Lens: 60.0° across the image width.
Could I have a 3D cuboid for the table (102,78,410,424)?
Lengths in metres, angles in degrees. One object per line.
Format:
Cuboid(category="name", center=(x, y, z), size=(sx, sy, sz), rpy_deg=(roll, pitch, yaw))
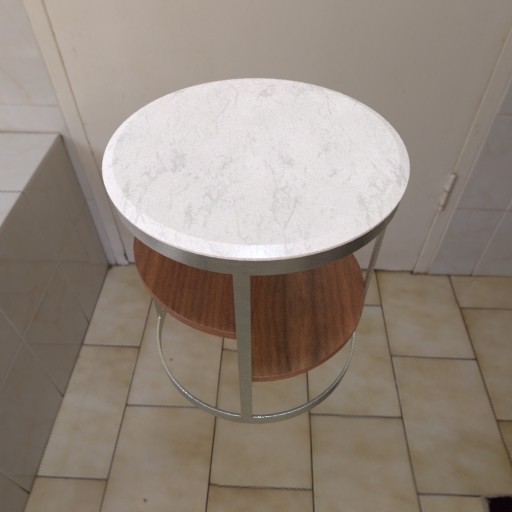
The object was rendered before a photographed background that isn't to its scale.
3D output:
Cuboid(category="table", center=(0.000, 0.000, 0.762), size=(0.407, 0.447, 0.407), rpy_deg=(0, 47, 0))
